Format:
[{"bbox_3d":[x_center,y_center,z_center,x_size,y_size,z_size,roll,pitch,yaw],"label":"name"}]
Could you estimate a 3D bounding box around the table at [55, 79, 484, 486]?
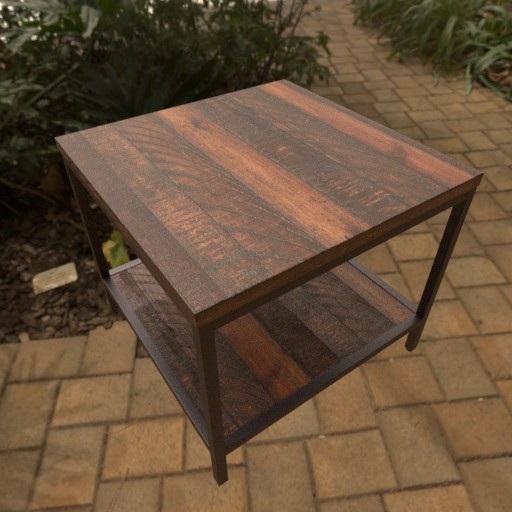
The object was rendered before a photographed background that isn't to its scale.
[{"bbox_3d":[0.000,0.000,0.950,0.553,0.482,0.548,-25,46,-26],"label":"table"}]
